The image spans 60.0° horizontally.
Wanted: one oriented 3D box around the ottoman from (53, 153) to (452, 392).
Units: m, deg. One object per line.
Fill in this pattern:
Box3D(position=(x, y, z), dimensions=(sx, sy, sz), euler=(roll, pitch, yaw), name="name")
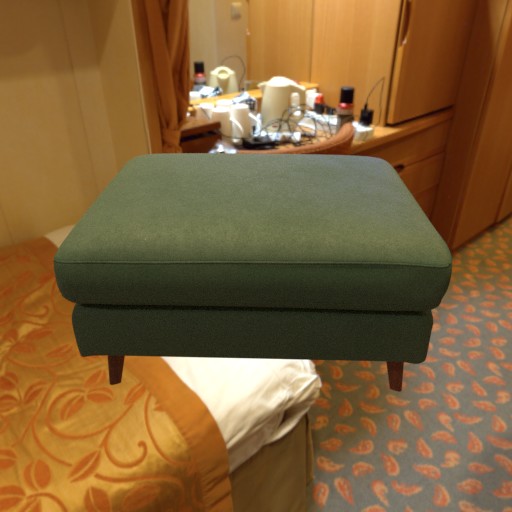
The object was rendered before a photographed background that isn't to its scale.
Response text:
Box3D(position=(0.000, 0.000, 1.173), dimensions=(0.811, 0.449, 0.608), euler=(1, 31, 1), name="ottoman")
